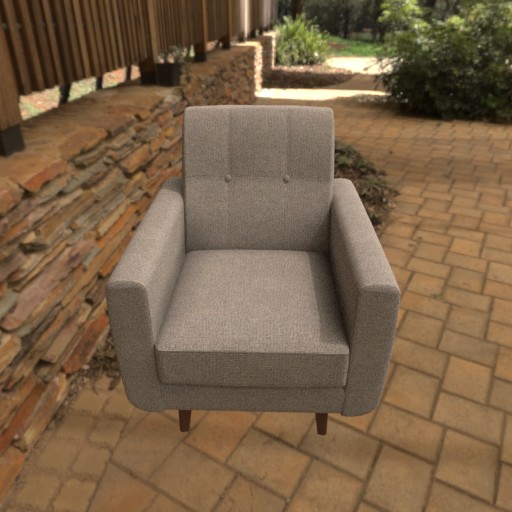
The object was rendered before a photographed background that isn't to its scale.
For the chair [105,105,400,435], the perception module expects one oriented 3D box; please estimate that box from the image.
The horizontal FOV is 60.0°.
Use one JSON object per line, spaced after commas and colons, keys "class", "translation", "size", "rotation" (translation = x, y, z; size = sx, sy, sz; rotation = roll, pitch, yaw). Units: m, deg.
{"class": "chair", "translation": [0.000, 0.000, 1.685], "size": [0.845, 0.968, 0.942], "rotation": [1, 29, 1]}
